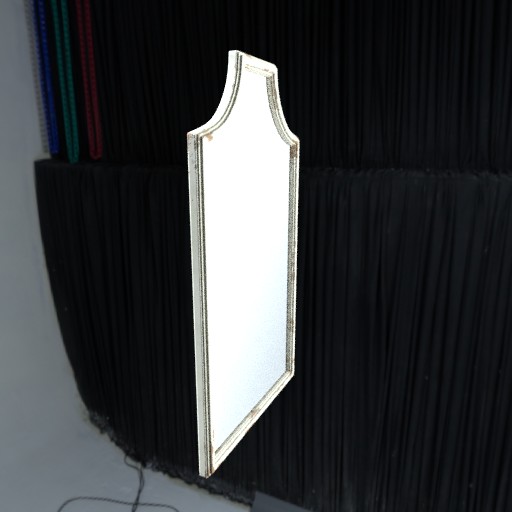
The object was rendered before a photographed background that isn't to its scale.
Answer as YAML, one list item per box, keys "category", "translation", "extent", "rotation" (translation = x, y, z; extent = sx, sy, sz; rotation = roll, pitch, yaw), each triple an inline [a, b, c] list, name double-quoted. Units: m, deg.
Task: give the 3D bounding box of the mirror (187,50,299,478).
- category: "mirror"
  translation: [0.000, 0.000, 0.867]
  extent: [0.022, 0.717, 0.403]
  rotation: [7, 16, 26]
